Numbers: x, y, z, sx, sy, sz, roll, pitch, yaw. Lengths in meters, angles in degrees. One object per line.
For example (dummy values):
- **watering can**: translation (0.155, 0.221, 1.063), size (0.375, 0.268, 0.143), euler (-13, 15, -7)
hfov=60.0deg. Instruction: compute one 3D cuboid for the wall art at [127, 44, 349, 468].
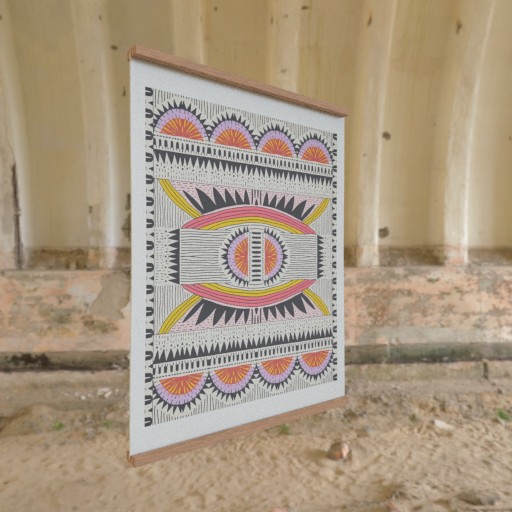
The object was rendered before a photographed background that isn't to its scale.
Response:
- **wall art**: translation (0.000, 0.000, 0.684), size (0.403, 0.527, 0.028), euler (0, 0, -37)
